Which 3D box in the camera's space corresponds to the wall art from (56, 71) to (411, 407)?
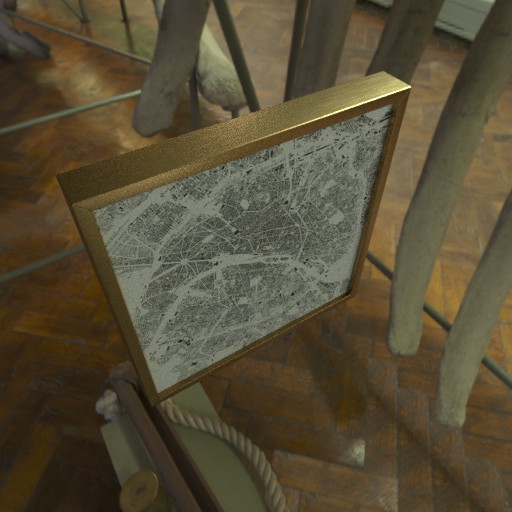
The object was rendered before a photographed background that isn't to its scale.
[{"bbox_3d":[0.000,0.000,0.462,0.305,0.305,0.037,-25,52,-21],"label":"wall art"}]
